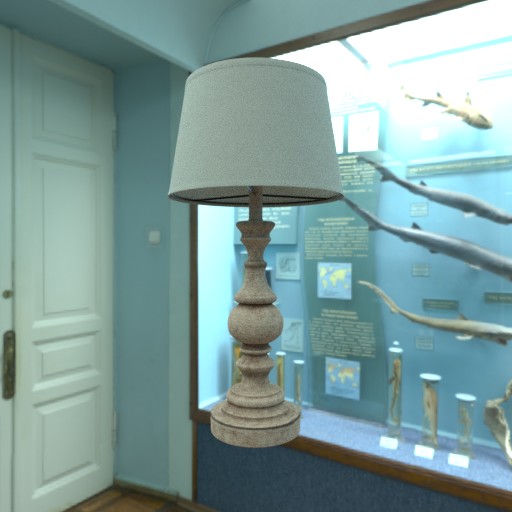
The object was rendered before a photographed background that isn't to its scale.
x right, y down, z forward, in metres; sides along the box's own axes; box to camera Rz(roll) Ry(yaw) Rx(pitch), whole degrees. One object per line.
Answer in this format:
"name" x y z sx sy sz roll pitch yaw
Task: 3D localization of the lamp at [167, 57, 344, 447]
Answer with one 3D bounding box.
"lamp" 0.000 0.000 0.868 0.340 0.678 0.340 0 1 0
